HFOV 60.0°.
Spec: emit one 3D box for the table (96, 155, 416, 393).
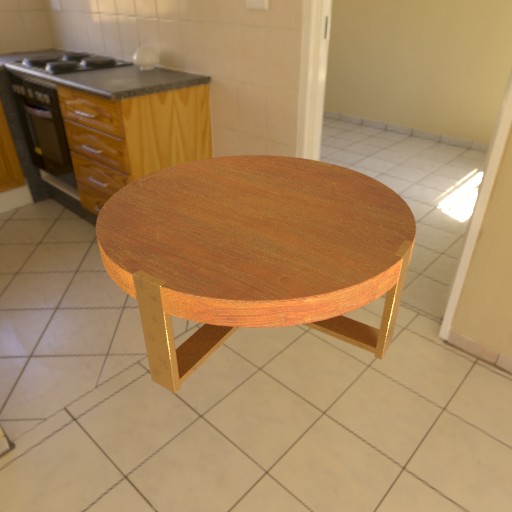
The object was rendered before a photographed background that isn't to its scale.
[{"bbox_3d":[0.000,0.000,1.708,1.100,0.420,1.100,0,32,0],"label":"table"}]
